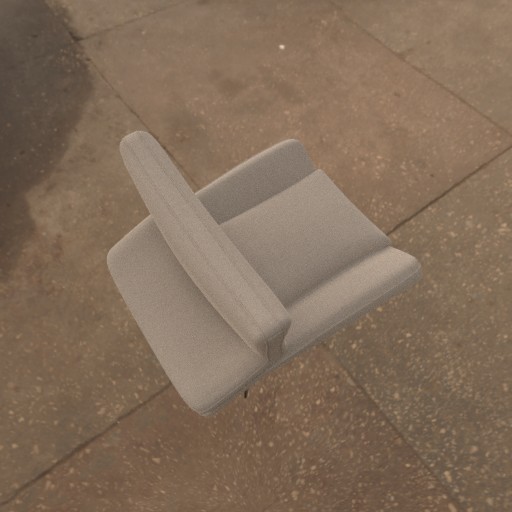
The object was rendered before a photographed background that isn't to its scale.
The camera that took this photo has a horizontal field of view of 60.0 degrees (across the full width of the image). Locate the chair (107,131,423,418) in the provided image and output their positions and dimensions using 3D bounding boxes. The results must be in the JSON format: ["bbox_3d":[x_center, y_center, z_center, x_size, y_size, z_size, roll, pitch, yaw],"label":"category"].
[{"bbox_3d":[0.000,0.000,1.707,1.008,0.855,0.859,-30,64,-16],"label":"chair"}]
